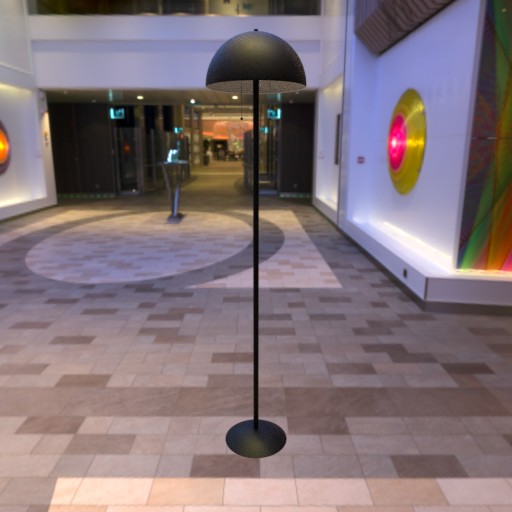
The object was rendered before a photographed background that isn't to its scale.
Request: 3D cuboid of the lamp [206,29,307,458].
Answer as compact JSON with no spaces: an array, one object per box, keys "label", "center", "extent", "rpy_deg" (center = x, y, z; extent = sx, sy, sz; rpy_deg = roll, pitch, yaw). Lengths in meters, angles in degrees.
[{"label":"lamp","center":[0.000,0.000,1.581],"extent":[0.328,1.480,0.328],"rpy_deg":[13,18,42]}]
